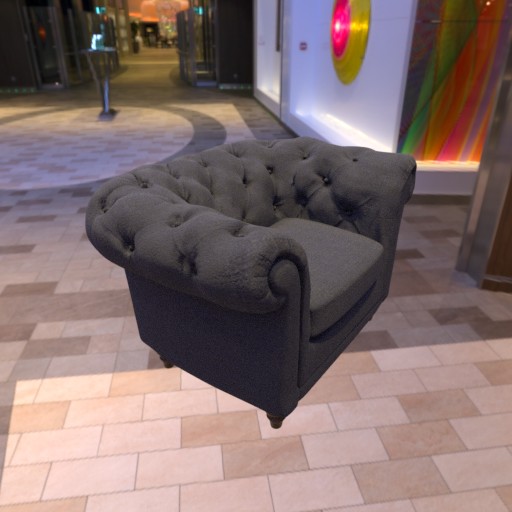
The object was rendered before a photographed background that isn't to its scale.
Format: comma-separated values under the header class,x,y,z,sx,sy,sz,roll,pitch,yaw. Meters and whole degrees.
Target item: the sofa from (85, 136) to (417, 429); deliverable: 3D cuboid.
class,x,y,z,sx,sy,sz,roll,pitch,yaw
sofa,0.000,0.000,2.049,1.032,0.878,1.405,18,32,32
